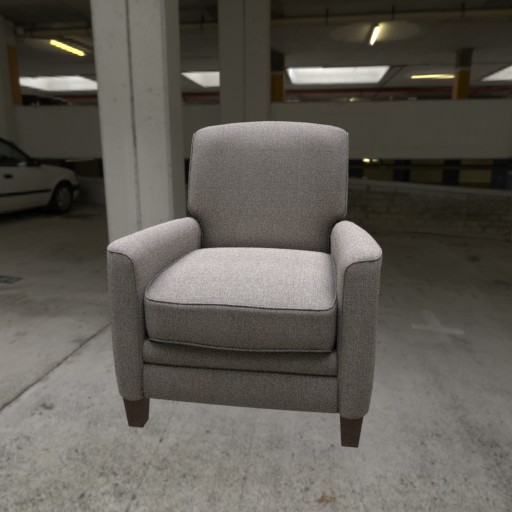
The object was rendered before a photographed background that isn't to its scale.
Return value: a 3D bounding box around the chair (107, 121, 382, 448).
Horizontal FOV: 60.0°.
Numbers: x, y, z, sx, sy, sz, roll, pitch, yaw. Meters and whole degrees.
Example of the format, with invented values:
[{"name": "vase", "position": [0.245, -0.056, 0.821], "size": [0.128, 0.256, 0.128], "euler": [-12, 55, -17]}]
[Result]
[{"name": "chair", "position": [0.000, 0.000, 1.655], "size": [0.848, 1.014, 0.864], "euler": [2, 14, 8]}]
